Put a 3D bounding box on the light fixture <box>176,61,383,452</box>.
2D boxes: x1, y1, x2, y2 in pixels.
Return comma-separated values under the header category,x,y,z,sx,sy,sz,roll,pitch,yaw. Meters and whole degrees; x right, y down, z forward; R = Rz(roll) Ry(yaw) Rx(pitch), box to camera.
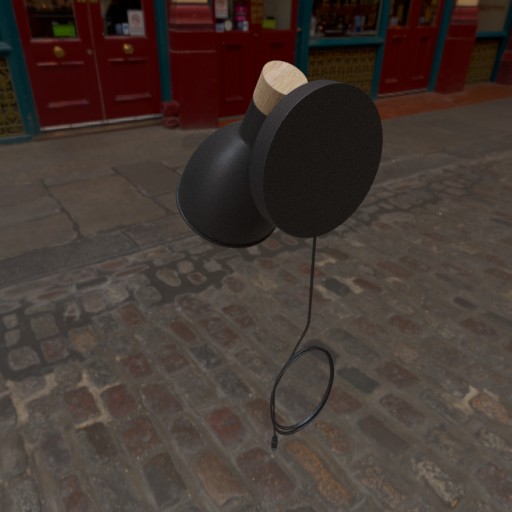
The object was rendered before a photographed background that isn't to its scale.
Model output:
category,x,y,z,sx,sy,sz,roll,pitch,yaw
light fixture,0.000,0.000,0.490,0.127,0.401,0.203,-19,34,-30
